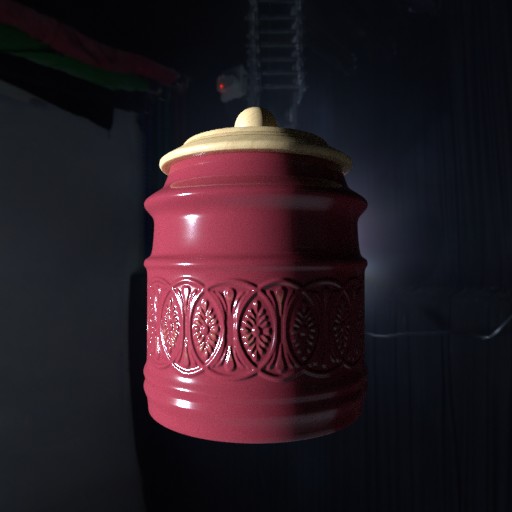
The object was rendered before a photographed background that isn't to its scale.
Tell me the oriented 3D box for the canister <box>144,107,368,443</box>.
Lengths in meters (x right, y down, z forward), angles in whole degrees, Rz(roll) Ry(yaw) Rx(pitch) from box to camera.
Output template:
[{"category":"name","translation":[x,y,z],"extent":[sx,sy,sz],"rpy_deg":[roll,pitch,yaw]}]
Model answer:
[{"category":"canister","translation":[0.000,0.000,0.264],"extent":[0.130,0.176,0.130],"rpy_deg":[0,-1,0]}]
